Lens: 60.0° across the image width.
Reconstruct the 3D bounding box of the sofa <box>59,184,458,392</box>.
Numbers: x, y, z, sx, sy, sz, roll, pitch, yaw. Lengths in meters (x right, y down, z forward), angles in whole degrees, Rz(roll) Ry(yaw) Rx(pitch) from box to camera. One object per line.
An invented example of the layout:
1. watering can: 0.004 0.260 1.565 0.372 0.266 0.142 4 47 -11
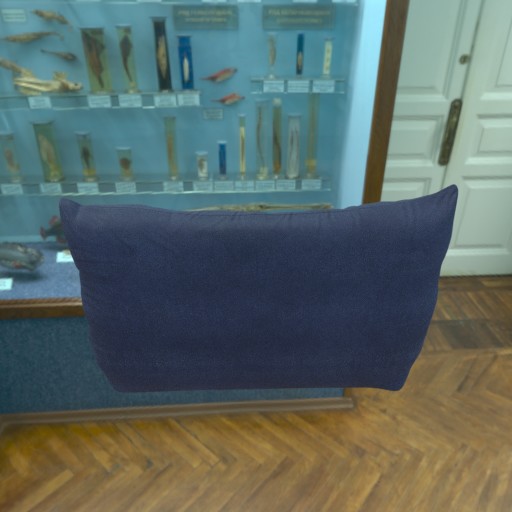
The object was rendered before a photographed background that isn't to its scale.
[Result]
1. sofa: 0.000 0.000 1.678 1.122 0.778 0.849 -1 29 -1
